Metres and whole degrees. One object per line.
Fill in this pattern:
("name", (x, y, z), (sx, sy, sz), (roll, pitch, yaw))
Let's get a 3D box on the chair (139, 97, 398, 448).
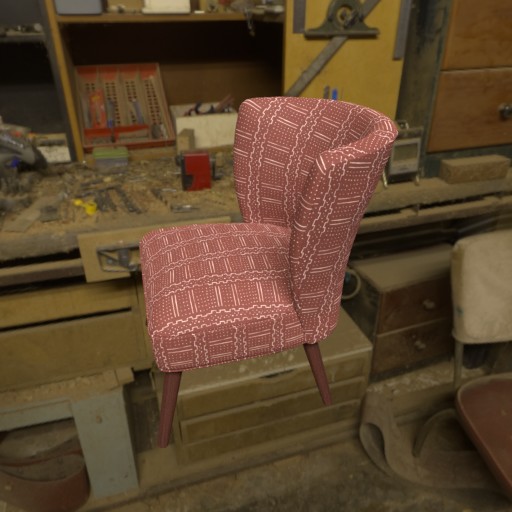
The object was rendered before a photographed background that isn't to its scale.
("chair", (0.000, 0.000, 1.411), (0.758, 0.866, 0.706), (-8, 31, -14))
